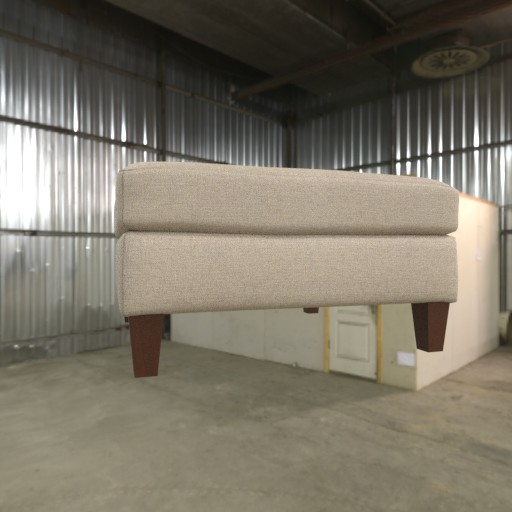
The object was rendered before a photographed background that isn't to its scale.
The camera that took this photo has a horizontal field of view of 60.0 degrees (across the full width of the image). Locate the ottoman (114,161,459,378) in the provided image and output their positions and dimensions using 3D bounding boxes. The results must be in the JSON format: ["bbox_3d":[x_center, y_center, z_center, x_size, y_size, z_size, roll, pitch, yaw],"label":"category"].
[{"bbox_3d":[0.000,0.000,1.378,0.838,0.481,0.838,0,1,-18],"label":"ottoman"}]
